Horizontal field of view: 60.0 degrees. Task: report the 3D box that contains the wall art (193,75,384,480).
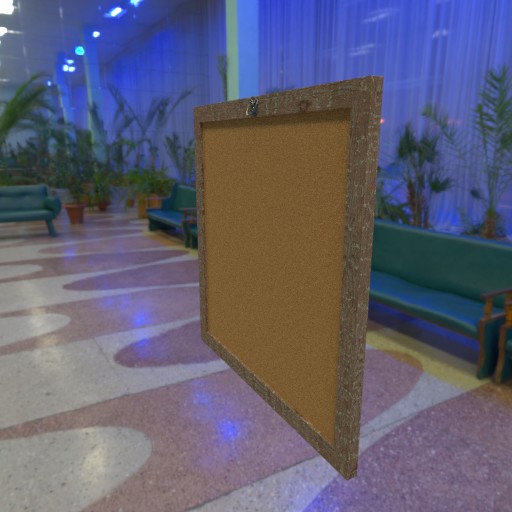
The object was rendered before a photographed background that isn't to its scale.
[{"bbox_3d":[0.000,0.000,0.559,0.022,0.380,0.380,-8,16,-28],"label":"wall art"}]
